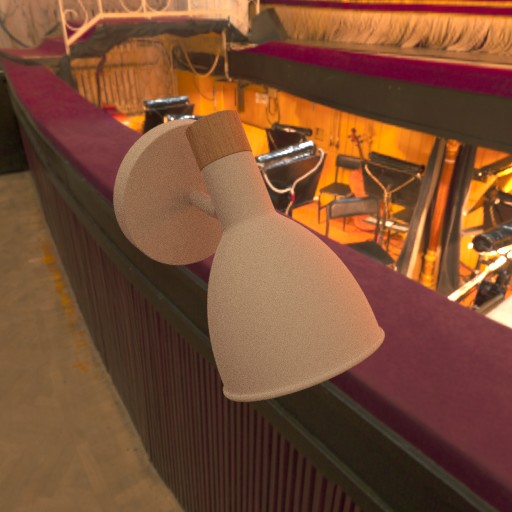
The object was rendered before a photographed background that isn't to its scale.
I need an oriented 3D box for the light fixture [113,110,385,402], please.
[{"bbox_3d":[0.000,0.000,0.330,0.127,0.199,0.209,-21,35,-33],"label":"light fixture"}]
